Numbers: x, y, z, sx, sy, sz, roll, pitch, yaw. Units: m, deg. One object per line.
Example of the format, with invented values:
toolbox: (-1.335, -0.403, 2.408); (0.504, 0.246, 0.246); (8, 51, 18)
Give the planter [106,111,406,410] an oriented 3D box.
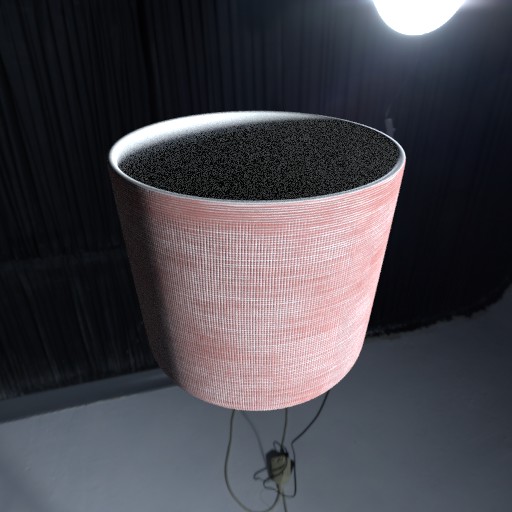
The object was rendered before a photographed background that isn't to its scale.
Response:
planter: (0.000, 0.000, 0.779); (0.440, 0.398, 0.440); (0, 31, 0)
